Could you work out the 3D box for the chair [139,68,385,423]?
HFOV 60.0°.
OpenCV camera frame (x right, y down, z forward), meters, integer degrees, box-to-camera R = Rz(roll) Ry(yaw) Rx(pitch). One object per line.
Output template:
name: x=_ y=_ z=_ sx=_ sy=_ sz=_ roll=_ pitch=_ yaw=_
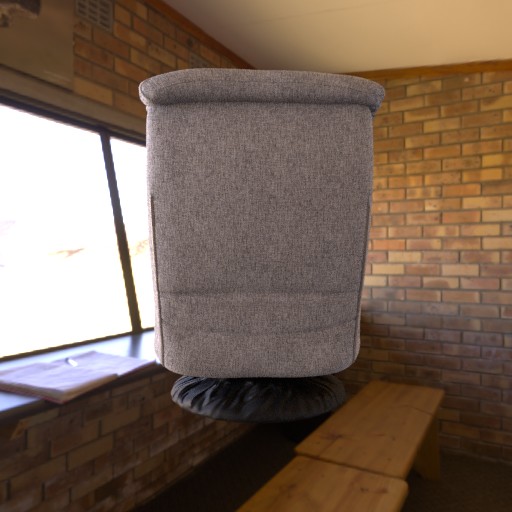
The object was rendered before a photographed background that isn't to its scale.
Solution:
chair: x=0.000 y=0.000 z=0.960 sx=0.400 sy=0.600 sz=0.583 roll=0 pitch=0 yaw=-2
